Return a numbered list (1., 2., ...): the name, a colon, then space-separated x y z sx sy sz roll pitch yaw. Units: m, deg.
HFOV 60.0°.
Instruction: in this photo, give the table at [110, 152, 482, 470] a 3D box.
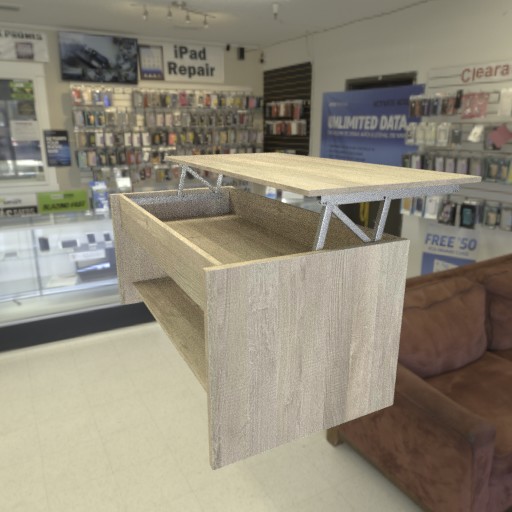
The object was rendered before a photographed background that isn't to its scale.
1. table: 0.000 0.000 1.421 0.712 0.570 1.000 -8 19 -26
